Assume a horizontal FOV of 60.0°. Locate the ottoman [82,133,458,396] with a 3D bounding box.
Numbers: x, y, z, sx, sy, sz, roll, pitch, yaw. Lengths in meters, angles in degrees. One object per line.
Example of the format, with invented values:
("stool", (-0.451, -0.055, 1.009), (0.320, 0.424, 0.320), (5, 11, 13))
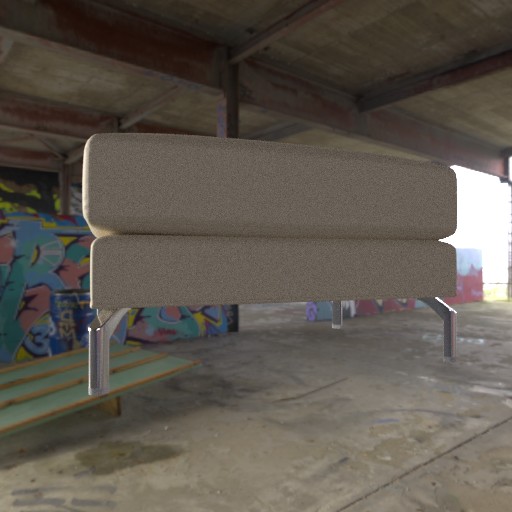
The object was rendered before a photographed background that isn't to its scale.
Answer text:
("ottoman", (0.000, 0.000, 1.172), (0.835, 0.497, 0.581), (0, 0, -19))
